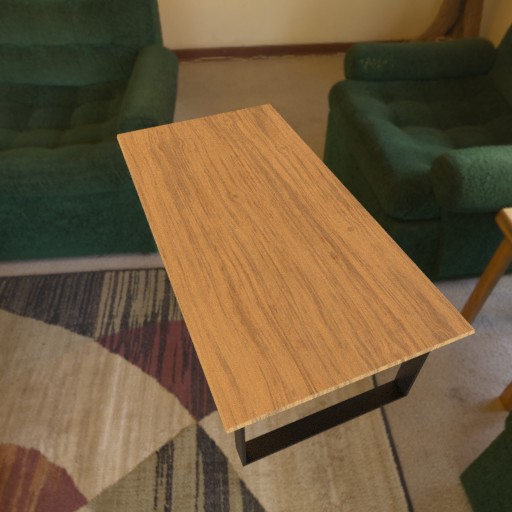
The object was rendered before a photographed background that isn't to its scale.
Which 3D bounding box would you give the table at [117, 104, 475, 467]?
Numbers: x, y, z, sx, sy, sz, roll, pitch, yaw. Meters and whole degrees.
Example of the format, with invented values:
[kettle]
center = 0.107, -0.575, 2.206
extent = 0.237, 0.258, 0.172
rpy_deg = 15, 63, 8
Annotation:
[table]
center = 0.000, 0.000, 1.650
extent = 0.693, 0.445, 1.331
rpy_deg = -17, 48, -15
